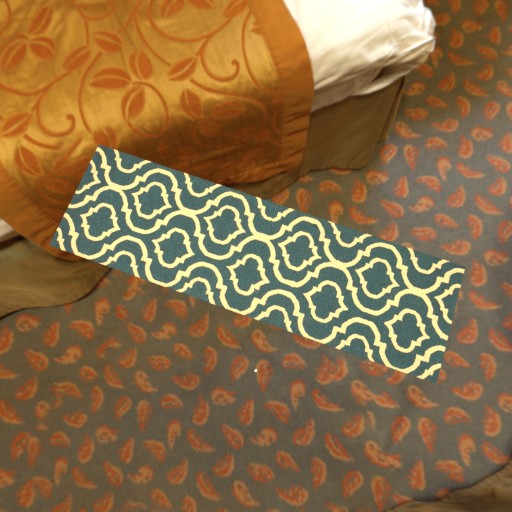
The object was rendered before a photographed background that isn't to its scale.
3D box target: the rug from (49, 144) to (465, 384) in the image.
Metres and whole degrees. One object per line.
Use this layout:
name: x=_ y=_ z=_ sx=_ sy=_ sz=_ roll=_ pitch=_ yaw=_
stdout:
rug: x=0.000 y=0.000 z=2.551 sx=2.296 sy=0.006 sz=0.685 roll=19 pitch=76 yaw=5
